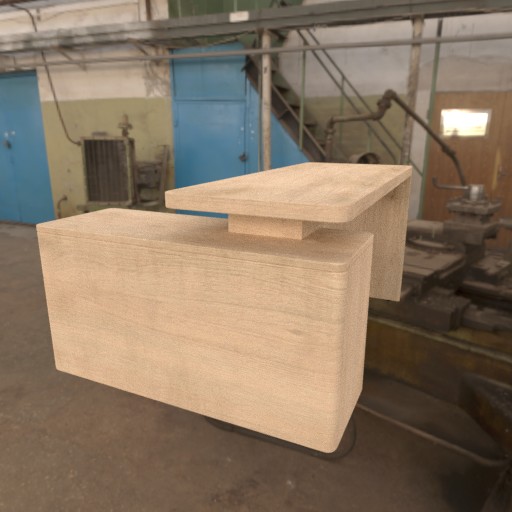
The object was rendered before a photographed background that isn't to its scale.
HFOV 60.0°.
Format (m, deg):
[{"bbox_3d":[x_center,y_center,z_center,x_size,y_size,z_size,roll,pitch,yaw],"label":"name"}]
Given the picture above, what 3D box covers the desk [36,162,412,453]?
[{"bbox_3d":[0.000,0.000,2.074,1.175,0.770,1.400,7,18,24],"label":"desk"}]
